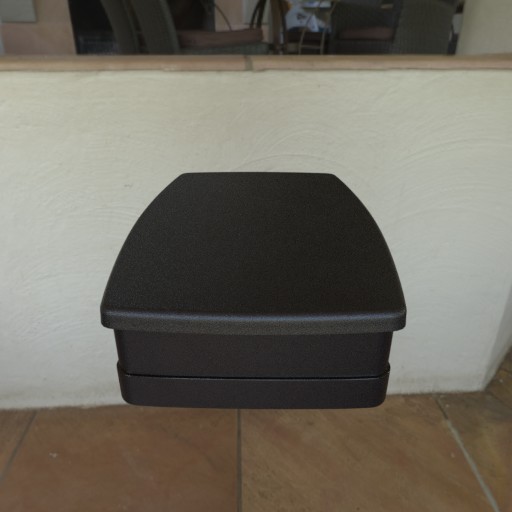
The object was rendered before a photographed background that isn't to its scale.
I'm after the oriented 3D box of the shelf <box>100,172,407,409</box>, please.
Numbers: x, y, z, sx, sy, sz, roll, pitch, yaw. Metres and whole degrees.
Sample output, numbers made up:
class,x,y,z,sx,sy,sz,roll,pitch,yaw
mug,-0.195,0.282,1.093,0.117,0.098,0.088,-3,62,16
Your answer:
class,x,y,z,sx,sy,sz,roll,pitch,yaw
shelf,0.000,0.000,0.537,0.280,0.100,0.410,0,26,1
